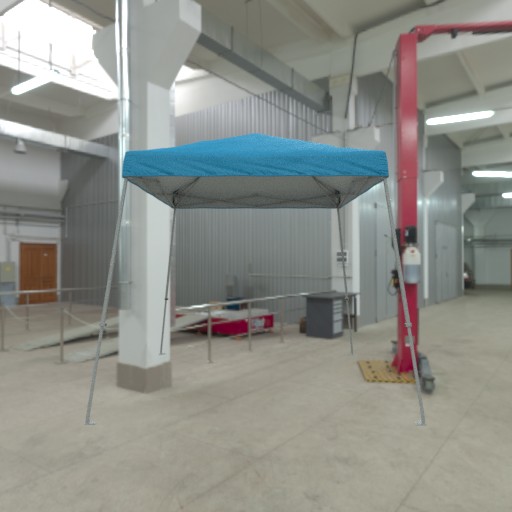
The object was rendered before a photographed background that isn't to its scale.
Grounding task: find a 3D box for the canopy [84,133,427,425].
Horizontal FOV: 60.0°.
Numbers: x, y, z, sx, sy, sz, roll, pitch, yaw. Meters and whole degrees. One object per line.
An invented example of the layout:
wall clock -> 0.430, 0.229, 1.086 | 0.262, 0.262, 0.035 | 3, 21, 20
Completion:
canopy -> 0.000, 0.000, 6.479 | 3.599, 3.600, 3.600 | 0, -1, 0
